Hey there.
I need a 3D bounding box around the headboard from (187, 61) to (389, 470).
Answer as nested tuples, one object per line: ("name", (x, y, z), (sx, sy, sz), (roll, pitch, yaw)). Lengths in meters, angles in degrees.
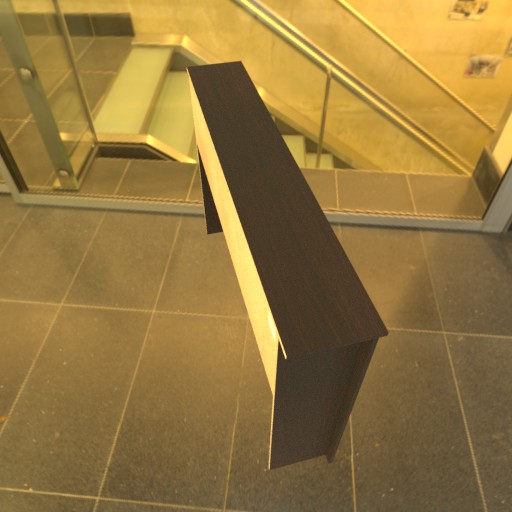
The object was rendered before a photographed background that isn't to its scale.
("headboard", (0.000, 0.000, 2.077), (0.279, 1.092, 1.671), (-11, 48, -10))
